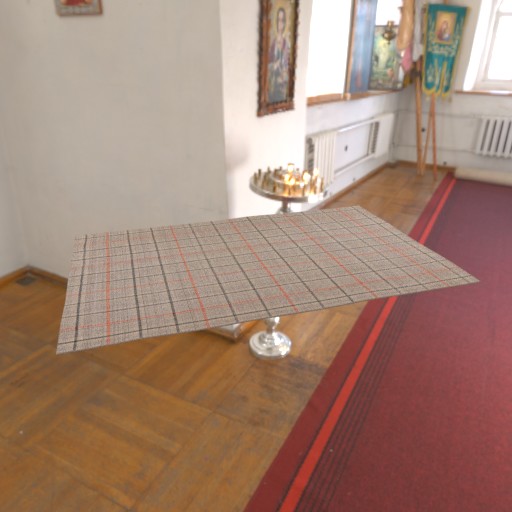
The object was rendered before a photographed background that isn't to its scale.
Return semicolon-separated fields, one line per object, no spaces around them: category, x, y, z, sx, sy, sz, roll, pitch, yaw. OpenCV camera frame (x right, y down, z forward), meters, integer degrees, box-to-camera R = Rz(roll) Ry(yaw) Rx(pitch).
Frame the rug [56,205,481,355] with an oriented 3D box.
rug;0.000;0.000;3.071;2.439;0.015;1.524;-7;26;-15
